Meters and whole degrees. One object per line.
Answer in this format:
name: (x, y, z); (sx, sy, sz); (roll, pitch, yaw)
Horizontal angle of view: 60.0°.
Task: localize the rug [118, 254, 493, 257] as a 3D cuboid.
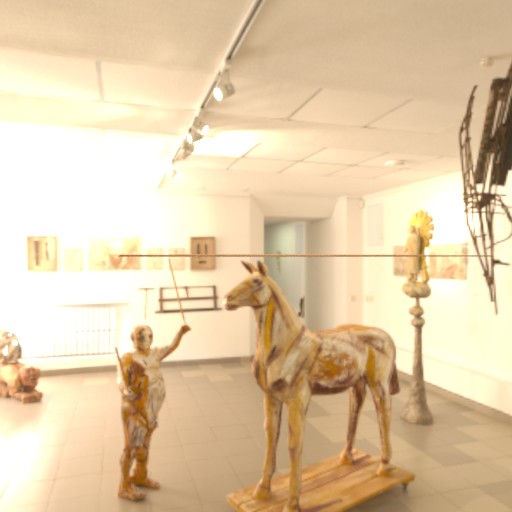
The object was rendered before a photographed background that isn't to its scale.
rug: (0.000, 0.000, 4.109); (2.438, 0.014, 3.048); (0, 0, -17)
